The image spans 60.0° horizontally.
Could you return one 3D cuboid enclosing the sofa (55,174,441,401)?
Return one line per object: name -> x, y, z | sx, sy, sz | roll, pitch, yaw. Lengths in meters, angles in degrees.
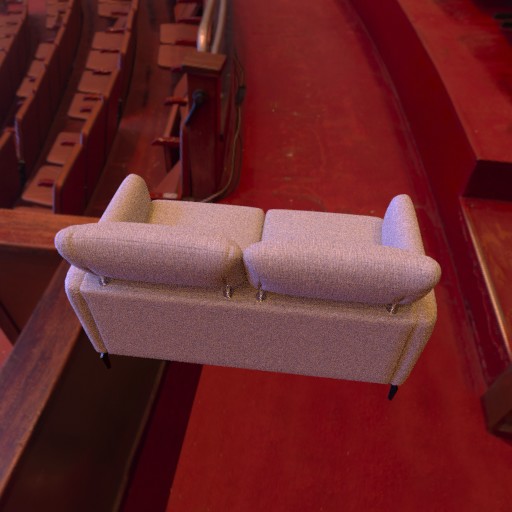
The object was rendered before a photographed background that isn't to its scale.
sofa -> 0.000, 0.000, 2.117 | 1.540, 0.950, 0.905 | 5, 47, 5
